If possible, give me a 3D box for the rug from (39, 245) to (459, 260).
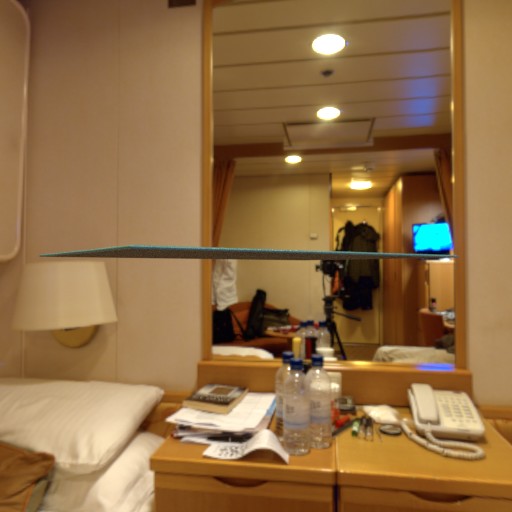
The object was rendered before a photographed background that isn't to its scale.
[{"bbox_3d":[0.000,0.000,3.496,2.769,0.018,1.830,1,-2,-37],"label":"rug"}]
